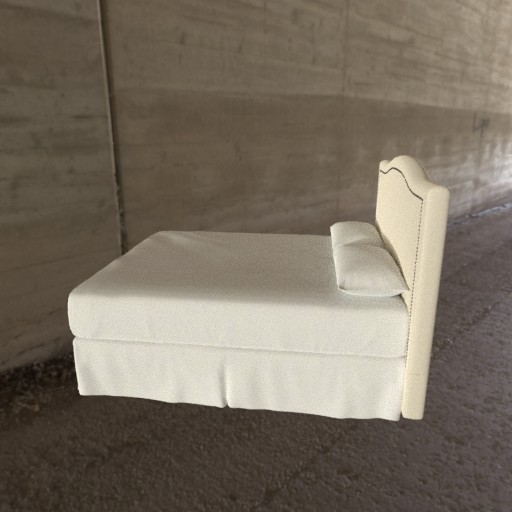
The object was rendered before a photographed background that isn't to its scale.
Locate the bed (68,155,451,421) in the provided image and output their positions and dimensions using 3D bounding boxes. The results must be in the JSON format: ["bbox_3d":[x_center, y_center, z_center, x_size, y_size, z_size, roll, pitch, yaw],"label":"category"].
[{"bbox_3d":[0.000,0.000,3.257,2.143,1.460,1.753,2,16,7],"label":"bed"}]
